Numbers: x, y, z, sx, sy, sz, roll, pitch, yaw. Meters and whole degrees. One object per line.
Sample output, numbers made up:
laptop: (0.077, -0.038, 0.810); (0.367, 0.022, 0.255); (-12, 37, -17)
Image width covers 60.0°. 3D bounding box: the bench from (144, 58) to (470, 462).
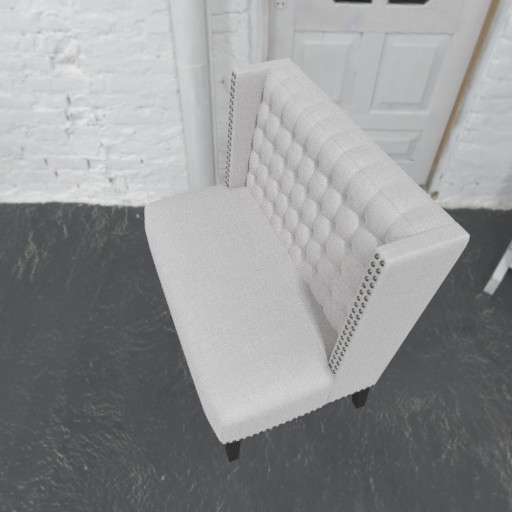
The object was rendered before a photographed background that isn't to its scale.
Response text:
bench: (0.000, 0.000, 1.977); (0.847, 1.123, 1.280); (-17, 50, -14)
